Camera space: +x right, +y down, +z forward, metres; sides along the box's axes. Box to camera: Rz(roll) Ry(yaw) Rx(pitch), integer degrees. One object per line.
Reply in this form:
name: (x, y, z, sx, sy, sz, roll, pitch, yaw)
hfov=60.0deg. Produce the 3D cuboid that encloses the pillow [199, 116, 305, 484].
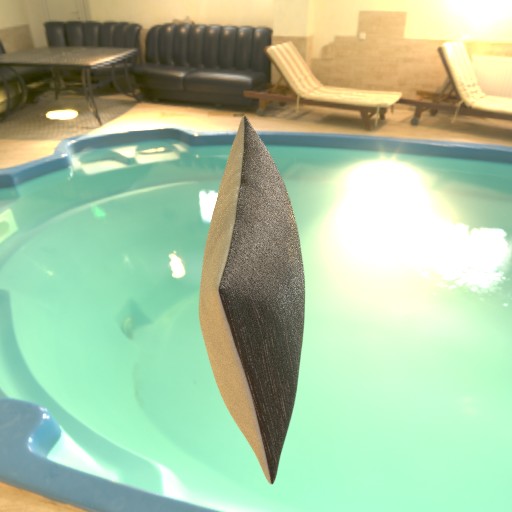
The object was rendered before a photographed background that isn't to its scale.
pillow: (0.000, 0.000, 0.734, 0.156, 0.305, 0.608, 0, 32, 1)
